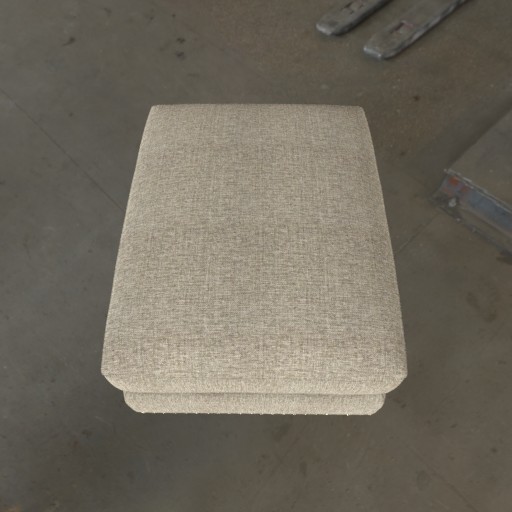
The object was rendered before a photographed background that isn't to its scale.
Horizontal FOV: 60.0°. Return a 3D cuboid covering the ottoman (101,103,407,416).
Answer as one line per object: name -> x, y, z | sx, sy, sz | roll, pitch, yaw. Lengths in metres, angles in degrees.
ottoman -> 0.000, 0.000, 1.145 | 0.584, 0.513, 0.741 | 0, 59, 0
